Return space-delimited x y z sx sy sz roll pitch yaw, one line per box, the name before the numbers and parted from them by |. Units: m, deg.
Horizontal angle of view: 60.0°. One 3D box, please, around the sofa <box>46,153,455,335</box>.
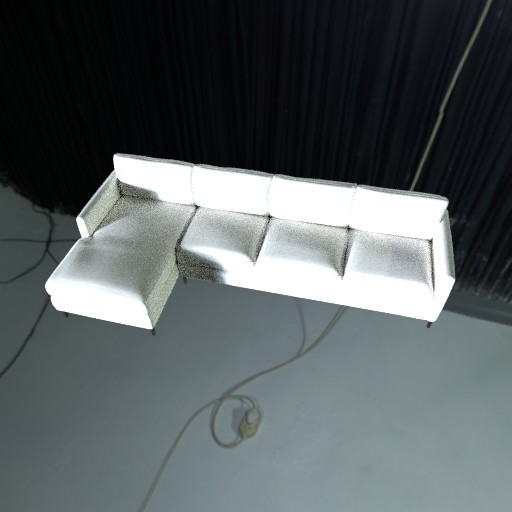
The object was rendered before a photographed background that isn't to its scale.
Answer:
sofa | 0.000 0.000 3.788 3.186 0.875 1.467 9 46 9
